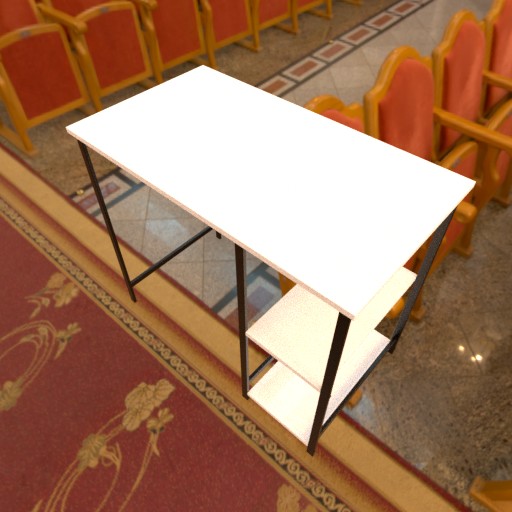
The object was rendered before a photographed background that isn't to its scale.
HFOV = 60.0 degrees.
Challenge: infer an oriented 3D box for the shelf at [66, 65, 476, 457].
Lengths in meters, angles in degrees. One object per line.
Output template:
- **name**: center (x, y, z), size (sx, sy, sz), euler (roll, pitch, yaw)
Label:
- **shelf**: center (0.000, 0.000, 1.365), size (0.902, 0.750, 0.498), euler (33, 55, 27)
